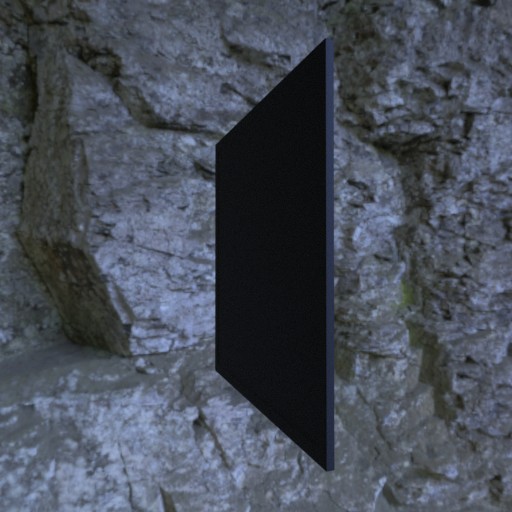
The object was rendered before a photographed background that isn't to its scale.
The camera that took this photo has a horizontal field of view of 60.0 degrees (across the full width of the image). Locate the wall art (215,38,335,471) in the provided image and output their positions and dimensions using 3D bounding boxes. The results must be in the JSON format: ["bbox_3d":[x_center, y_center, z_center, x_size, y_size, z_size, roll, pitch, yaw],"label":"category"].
[{"bbox_3d":[0.000,0.000,0.835,0.012,0.558,0.562,0,-1,-20],"label":"wall art"}]
